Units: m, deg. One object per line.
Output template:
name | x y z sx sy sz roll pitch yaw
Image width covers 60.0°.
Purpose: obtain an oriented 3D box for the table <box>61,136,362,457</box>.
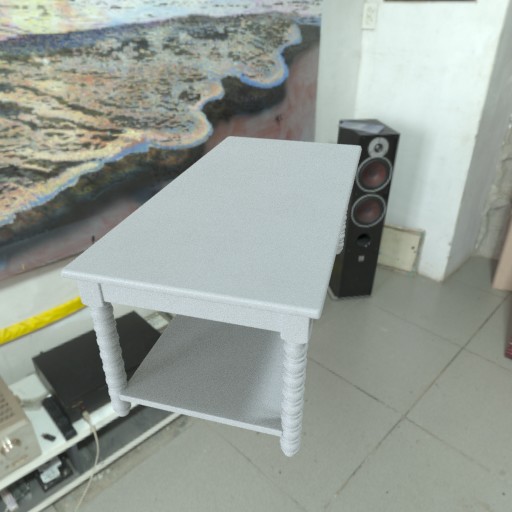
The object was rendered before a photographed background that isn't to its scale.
table | 0.000 0.000 1.508 0.580 0.487 1.171 8 31 13
